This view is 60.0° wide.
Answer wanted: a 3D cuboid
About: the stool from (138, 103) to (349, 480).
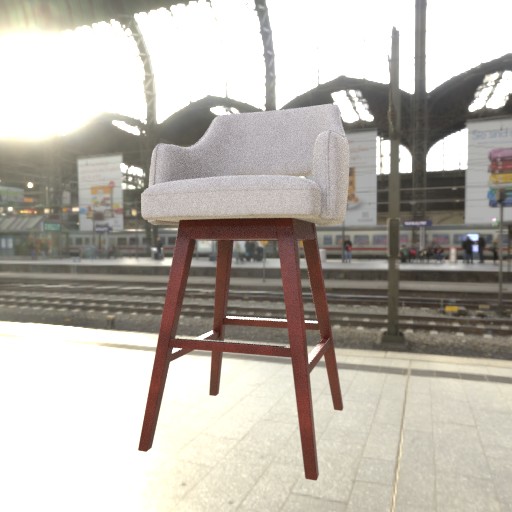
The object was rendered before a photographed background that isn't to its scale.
[{"bbox_3d":[0.000,0.000,1.332,0.548,1.012,0.558,0,1,18],"label":"stool"}]
